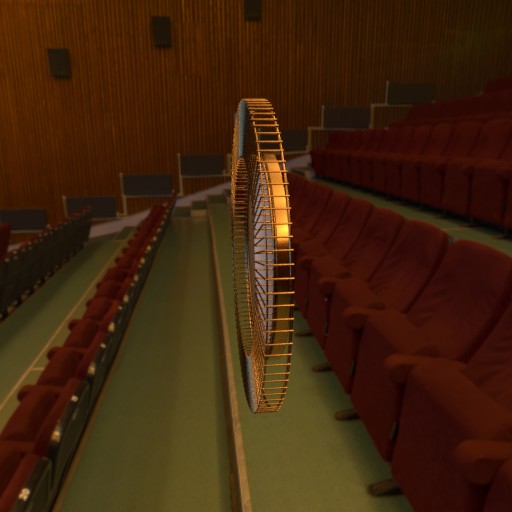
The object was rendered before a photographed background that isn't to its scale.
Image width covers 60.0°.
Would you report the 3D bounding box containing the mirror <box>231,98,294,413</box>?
[{"bbox_3d":[0.000,0.000,1.053,0.067,0.703,0.703,-2,15,-7],"label":"mirror"}]
